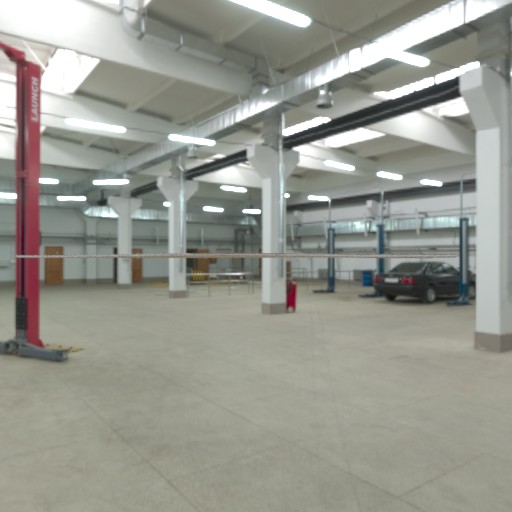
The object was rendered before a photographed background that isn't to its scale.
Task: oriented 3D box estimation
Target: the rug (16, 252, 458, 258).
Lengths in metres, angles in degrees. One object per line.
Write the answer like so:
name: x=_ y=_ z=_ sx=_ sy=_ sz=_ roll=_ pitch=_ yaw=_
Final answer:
rug: x=0.000 y=0.000 z=4.140 sx=3.202 sy=0.045 sz=2.434 roll=0 pitch=0 yaw=19
